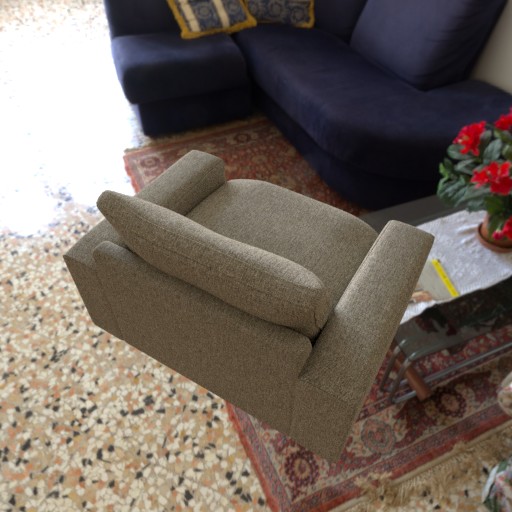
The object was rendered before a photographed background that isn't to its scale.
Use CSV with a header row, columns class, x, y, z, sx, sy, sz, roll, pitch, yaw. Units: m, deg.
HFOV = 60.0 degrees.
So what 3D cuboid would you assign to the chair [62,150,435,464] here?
class,x,y,z,sx,sy,sz,roll,pitch,yaw
chair,0.000,0.000,2.092,1.398,0.915,1.039,23,51,21
